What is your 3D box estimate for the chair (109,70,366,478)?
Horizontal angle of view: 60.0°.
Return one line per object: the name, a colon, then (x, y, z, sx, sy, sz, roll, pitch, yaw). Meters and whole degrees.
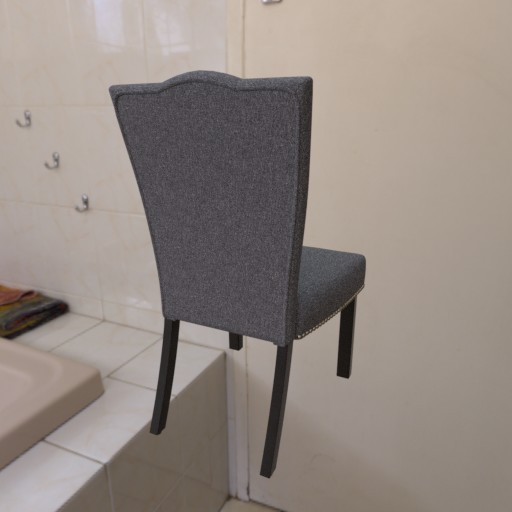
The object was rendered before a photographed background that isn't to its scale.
chair: (0.000, 0.000, 1.278, 0.518, 0.946, 0.589, 8, 19, 26)
